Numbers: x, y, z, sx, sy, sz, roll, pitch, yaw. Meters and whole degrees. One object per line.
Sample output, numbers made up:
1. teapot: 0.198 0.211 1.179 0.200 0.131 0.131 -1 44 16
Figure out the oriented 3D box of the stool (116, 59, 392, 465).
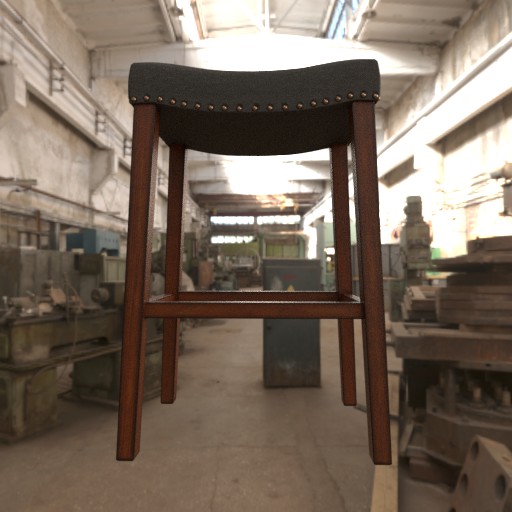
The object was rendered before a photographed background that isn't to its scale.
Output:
1. stool: 0.000 0.000 0.993 0.502 0.760 0.366 0 -1 2
